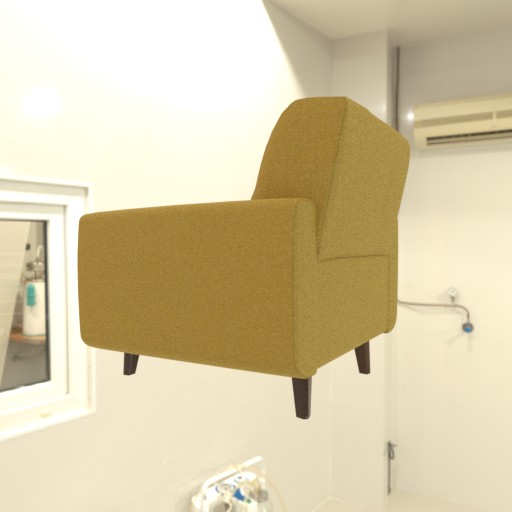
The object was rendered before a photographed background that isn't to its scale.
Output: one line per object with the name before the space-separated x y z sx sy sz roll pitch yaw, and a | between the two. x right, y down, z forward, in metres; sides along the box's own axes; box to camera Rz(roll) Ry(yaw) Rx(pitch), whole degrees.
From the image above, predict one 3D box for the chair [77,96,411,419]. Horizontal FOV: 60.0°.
chair | 0.000 0.000 1.551 0.909 0.841 0.831 1 2 33
